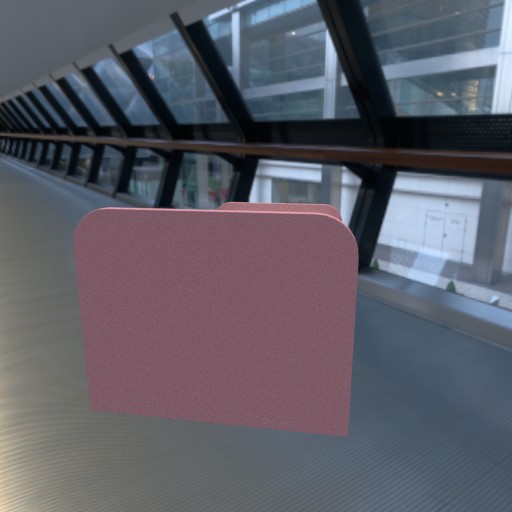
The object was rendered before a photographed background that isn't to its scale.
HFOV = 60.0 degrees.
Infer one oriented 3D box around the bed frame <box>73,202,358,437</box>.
[{"bbox_3d":[0.000,0.000,2.510,0.998,0.805,1.963,2,15,9],"label":"bed frame"}]
